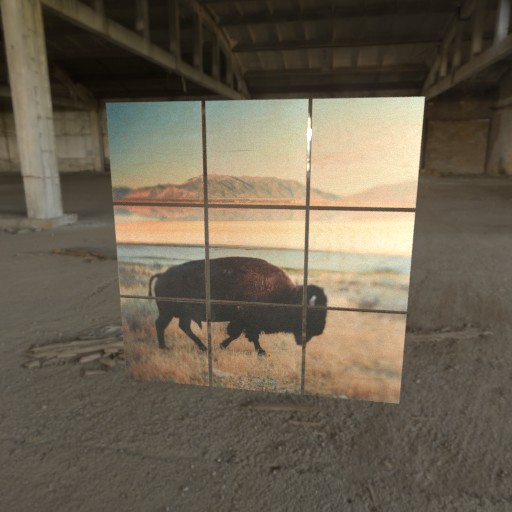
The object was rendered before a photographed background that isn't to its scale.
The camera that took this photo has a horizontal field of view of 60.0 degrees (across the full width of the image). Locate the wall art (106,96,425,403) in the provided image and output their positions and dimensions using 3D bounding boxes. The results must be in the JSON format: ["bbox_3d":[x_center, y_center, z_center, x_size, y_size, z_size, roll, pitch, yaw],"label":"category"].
[{"bbox_3d":[0.000,0.000,1.826,1.221,1.218,0.019,2,14,10],"label":"wall art"}]
